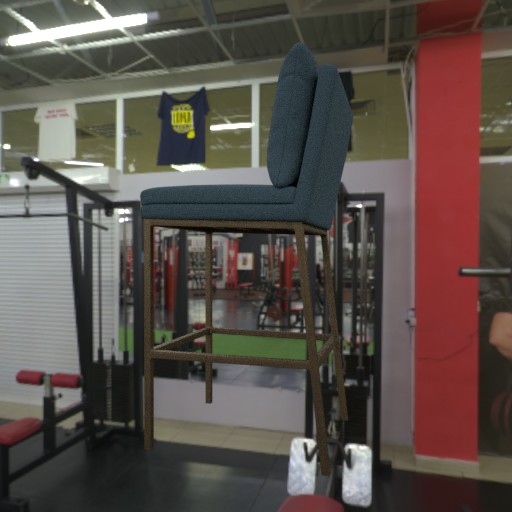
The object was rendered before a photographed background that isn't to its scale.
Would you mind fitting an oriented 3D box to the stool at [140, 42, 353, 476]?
[{"bbox_3d":[0.000,0.000,1.411,0.568,1.124,0.463,0,0,18],"label":"stool"}]
